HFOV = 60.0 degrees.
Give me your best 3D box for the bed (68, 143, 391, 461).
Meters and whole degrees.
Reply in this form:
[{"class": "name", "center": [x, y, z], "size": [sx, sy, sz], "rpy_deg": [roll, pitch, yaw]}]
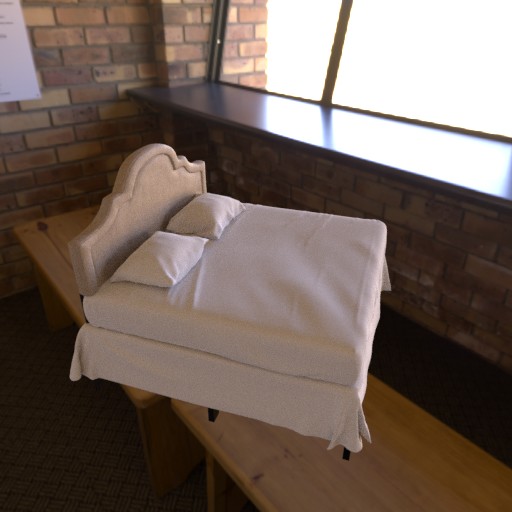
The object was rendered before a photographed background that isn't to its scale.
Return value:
[{"class": "bed", "center": [0.000, 0.000, 3.643], "size": [2.222, 1.631, 2.303], "rpy_deg": [9, 31, 16]}]
